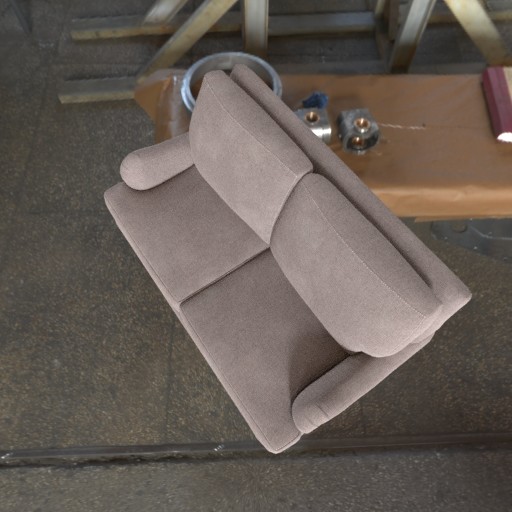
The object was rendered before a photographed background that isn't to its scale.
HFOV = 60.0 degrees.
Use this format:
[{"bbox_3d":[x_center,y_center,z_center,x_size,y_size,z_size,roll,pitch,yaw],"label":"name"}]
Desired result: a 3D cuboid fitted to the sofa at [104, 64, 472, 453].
[{"bbox_3d":[0.000,0.000,2.513,1.084,1.101,1.853,-32,68,-15],"label":"sofa"}]
